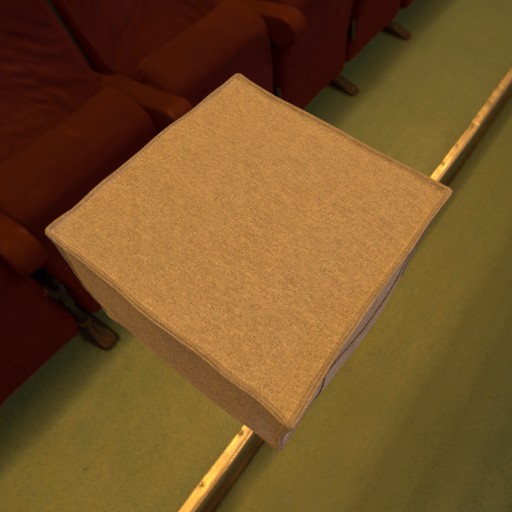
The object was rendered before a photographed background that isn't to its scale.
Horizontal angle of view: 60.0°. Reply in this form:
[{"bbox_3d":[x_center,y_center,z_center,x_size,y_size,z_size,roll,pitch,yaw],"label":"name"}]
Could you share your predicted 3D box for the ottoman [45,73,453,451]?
[{"bbox_3d":[0.000,0.000,1.188,0.696,0.470,0.707,34,66,17],"label":"ottoman"}]
